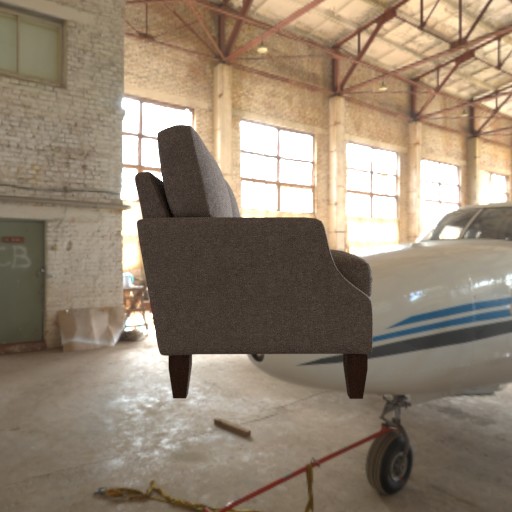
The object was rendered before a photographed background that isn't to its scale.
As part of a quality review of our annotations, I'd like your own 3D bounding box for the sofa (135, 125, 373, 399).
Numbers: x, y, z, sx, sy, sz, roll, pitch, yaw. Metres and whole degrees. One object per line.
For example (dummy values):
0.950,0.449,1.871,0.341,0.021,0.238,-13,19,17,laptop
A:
0.000,0.000,2.576,0.888,0.984,2.115,0,1,0,sofa
